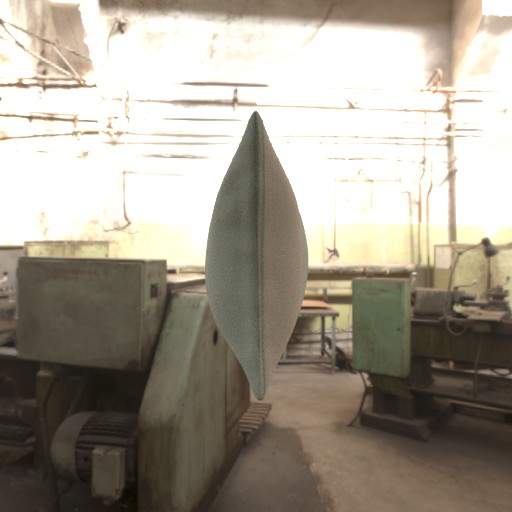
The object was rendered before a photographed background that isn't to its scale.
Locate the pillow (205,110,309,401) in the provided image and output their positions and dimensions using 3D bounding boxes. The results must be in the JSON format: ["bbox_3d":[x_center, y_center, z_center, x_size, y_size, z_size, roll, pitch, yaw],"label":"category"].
[{"bbox_3d":[0.000,0.000,0.740,0.151,0.287,0.610,0,0,-1],"label":"pillow"}]
